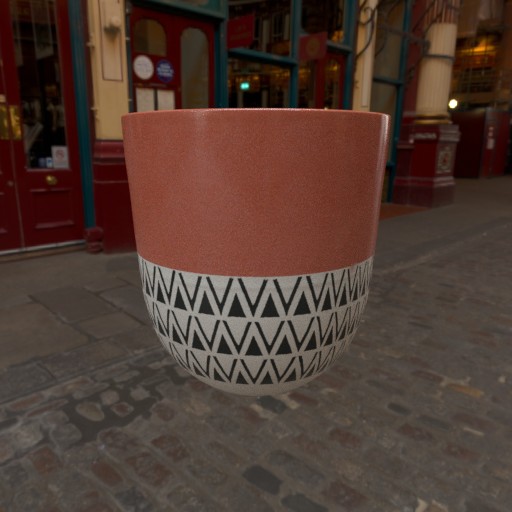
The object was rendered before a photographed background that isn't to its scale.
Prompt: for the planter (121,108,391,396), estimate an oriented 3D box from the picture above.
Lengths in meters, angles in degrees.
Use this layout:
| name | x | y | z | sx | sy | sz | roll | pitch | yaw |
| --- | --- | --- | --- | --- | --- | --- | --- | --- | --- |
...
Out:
| name | x | y | z | sx | sy | sz | roll | pitch | yaw |
| --- | --- | --- | --- | --- | --- | --- | --- | --- | --- |
| planter | 0.000 | 0.000 | 0.359 | 0.195 | 0.214 | 0.195 | 0 | 14 | 0 |
